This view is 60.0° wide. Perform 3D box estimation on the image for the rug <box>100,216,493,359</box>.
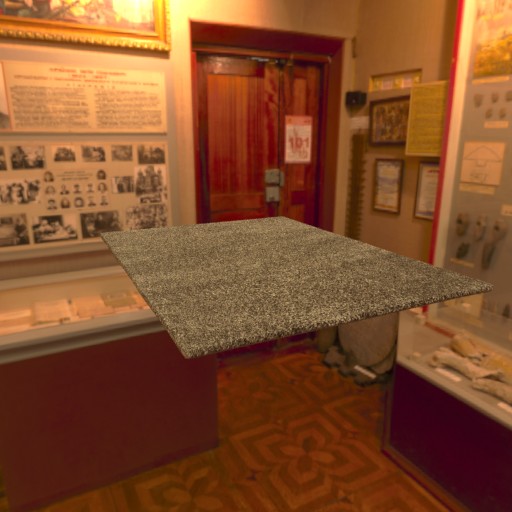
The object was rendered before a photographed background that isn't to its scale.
[{"bbox_3d":[0.000,0.000,2.095,1.198,0.025,1.601,-7,17,-25],"label":"rug"}]
